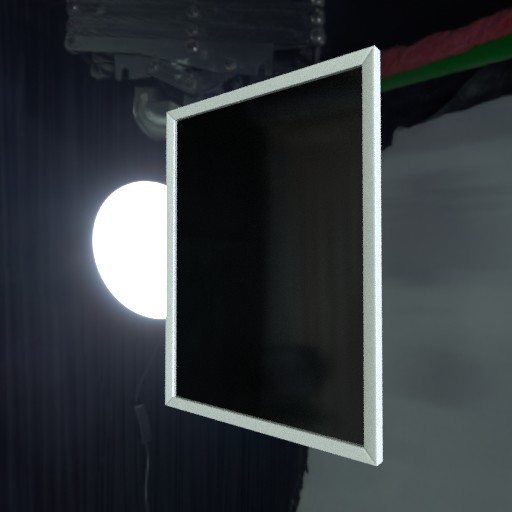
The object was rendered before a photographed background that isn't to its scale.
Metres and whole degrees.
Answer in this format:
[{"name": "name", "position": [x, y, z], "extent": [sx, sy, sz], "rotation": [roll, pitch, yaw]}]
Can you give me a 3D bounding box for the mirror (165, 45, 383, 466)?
[{"name": "mirror", "position": [0.000, 0.000, 1.318], "extent": [0.762, 1.016, 0.040], "rotation": [-1, -2, 38]}]
